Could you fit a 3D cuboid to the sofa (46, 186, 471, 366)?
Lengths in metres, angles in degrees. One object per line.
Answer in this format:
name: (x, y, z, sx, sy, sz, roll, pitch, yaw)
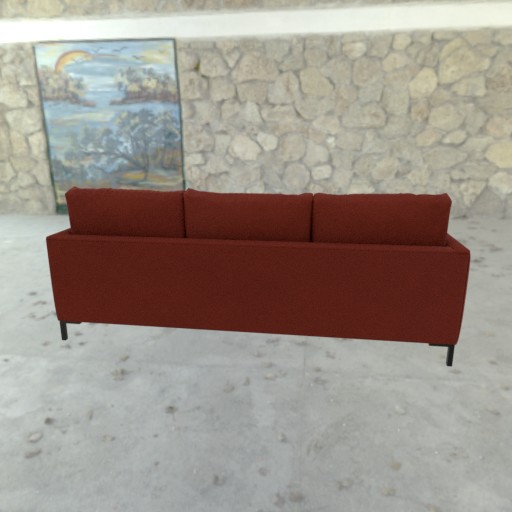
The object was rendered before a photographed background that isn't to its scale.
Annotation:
sofa: (0.000, 0.000, 2.740, 2.252, 0.879, 0.875, 2, 15, 8)
